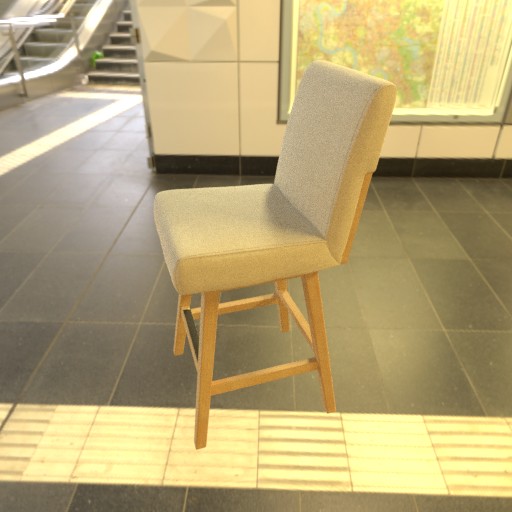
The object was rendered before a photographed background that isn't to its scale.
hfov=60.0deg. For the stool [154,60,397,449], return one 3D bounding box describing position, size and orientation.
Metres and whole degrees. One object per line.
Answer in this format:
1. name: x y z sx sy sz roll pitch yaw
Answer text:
1. stool: 0.000 0.000 1.311 0.543 1.015 0.446 -9 33 -15
